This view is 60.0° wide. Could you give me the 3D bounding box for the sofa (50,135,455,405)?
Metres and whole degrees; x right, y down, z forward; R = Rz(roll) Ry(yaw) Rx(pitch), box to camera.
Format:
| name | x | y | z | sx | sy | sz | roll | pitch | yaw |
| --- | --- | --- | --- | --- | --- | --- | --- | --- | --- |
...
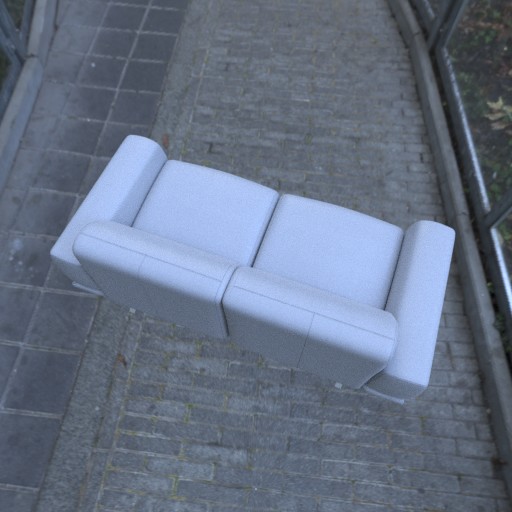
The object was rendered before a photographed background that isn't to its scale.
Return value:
| name | x | y | z | sx | sy | sz | roll | pitch | yaw |
| --- | --- | --- | --- | --- | --- | --- | --- | --- | --- |
| sofa | 0.000 | 0.000 | 2.374 | 1.901 | 0.772 | 0.900 | 18 | 64 | 9 |
